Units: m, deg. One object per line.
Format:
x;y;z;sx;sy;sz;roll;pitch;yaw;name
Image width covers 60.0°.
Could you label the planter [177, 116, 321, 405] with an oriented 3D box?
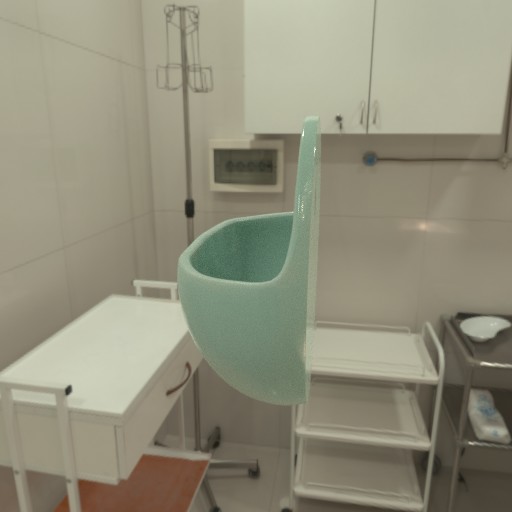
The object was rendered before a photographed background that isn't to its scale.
0.000;0.000;0.272;0.073;0.164;0.189;2;15;9;planter
